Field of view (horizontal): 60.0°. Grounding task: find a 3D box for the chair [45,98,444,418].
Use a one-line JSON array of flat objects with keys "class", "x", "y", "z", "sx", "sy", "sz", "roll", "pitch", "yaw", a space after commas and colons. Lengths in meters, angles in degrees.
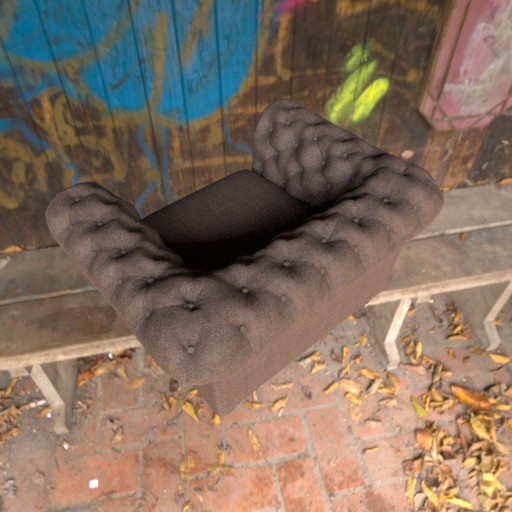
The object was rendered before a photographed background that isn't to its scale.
[{"class": "chair", "x": 0.000, "y": 0.000, "z": 1.884, "sx": 1.298, "sy": 0.780, "sz": 0.945, "roll": -31, "pitch": 54, "yaw": -27}]
